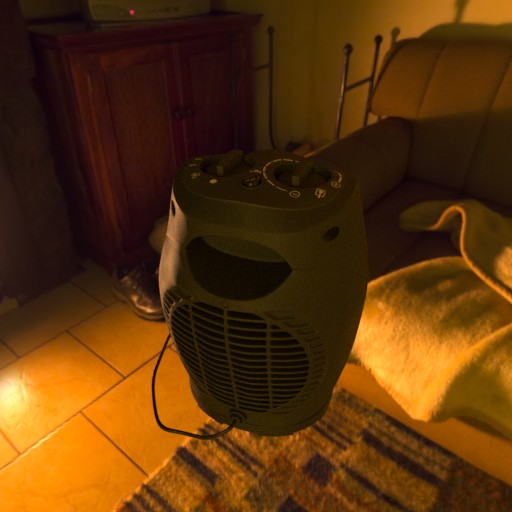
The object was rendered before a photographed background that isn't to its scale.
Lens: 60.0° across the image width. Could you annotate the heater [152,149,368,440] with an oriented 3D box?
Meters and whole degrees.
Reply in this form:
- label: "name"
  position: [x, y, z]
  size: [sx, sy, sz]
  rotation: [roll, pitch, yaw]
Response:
- label: "heater"
  position: [0.000, 0.000, 0.468]
  size: [0.239, 0.255, 0.291]
  rotation: [11, 35, 16]
